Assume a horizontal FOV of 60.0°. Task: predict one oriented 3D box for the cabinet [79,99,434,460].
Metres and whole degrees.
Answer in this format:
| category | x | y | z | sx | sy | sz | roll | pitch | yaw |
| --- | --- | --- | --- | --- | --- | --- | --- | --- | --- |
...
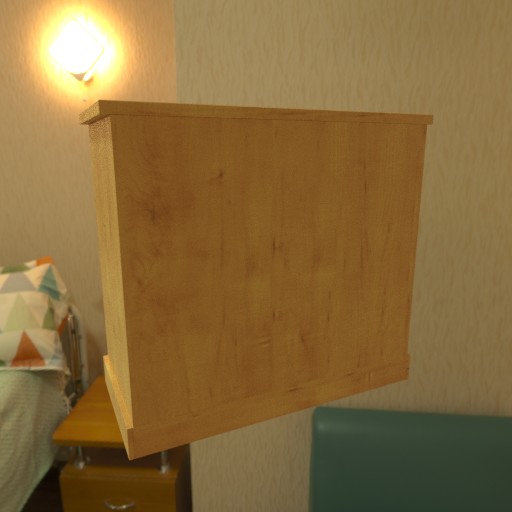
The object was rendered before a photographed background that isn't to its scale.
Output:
| category | x | y | z | sx | sy | sz | roll | pitch | yaw |
| --- | --- | --- | --- | --- | --- | --- | --- | --- | --- |
| cabinet | 0.000 | 0.000 | 1.378 | 0.920 | 0.840 | 0.450 | -7 | 15 | -25 |
